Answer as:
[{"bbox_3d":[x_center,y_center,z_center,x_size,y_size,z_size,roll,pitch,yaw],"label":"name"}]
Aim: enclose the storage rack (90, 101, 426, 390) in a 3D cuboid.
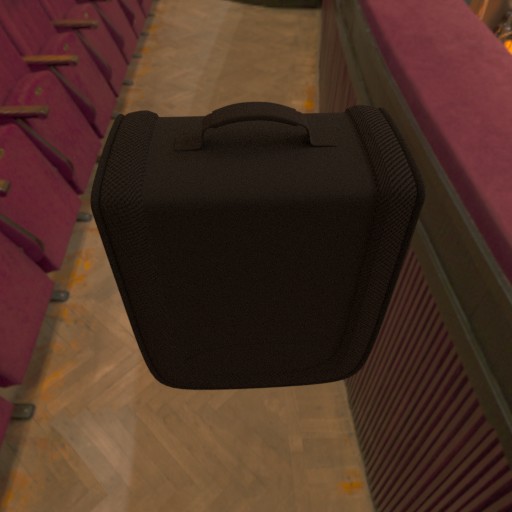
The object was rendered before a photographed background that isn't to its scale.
[{"bbox_3d":[0.000,0.000,0.550,0.297,0.387,0.168,-2,45,-2],"label":"storage rack"}]
